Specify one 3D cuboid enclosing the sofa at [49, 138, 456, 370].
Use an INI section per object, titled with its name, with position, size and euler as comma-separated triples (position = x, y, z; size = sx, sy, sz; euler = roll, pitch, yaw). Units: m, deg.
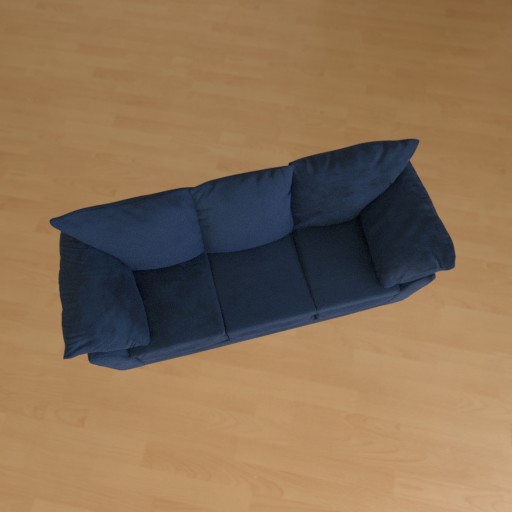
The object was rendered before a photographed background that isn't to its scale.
[sofa]
position = 0.000, 0.000, 2.881
size = 2.390, 1.091, 0.907
euler = -13, 64, -6
